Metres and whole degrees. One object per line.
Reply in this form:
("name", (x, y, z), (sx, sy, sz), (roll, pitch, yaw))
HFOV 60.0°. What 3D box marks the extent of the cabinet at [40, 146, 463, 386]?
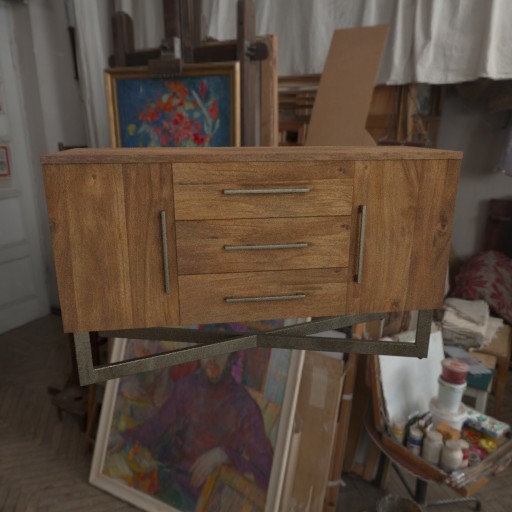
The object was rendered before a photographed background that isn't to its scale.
("cabinet", (0.000, 0.000, 1.742), (1.373, 0.812, 0.480), (-2, 17, -8))
